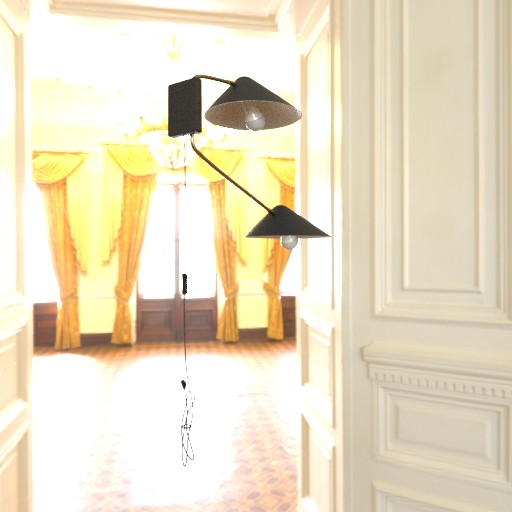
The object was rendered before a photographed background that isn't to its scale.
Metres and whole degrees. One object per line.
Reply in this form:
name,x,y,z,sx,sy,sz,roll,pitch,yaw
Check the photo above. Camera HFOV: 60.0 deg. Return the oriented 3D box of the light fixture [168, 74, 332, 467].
light fixture,0.000,0.000,0.858,0.189,0.665,0.422,0,0,35
